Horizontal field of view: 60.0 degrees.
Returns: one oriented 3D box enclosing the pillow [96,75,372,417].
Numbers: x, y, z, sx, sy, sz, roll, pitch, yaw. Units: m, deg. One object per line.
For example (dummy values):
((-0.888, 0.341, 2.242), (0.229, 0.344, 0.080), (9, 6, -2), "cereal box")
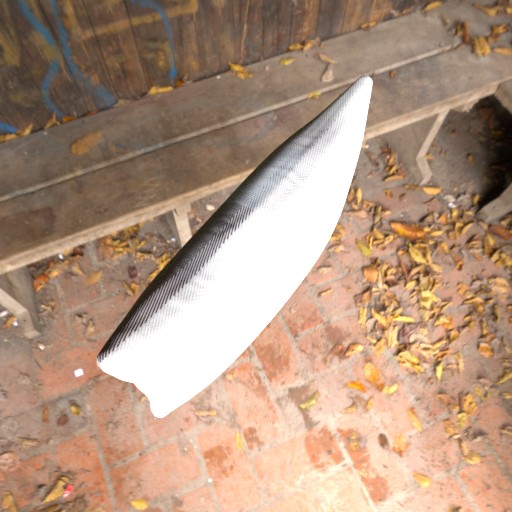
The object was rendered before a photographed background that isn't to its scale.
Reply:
((0.000, 0.000, 0.641), (0.139, 0.305, 0.506), (34, 68, 16), "pillow")
